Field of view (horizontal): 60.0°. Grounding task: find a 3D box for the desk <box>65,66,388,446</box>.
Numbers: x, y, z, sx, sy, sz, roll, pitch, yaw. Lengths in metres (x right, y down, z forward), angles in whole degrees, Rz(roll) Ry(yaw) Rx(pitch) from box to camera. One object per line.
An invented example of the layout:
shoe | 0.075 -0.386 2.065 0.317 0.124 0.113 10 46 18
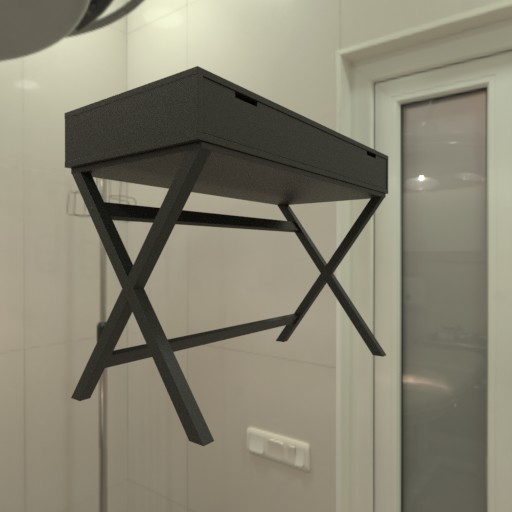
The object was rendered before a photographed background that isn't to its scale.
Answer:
desk | 0.000 0.000 1.475 0.504 0.780 1.057 0 1 37
